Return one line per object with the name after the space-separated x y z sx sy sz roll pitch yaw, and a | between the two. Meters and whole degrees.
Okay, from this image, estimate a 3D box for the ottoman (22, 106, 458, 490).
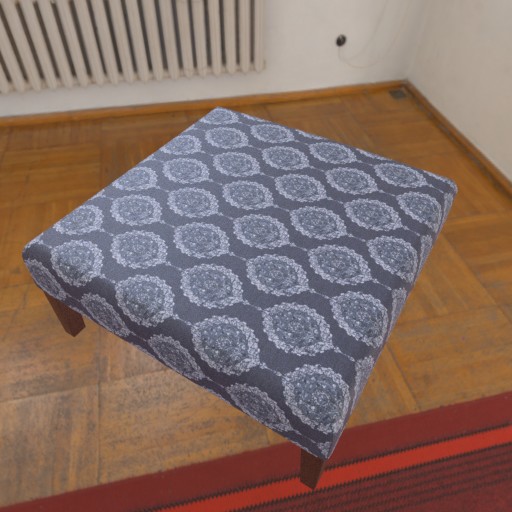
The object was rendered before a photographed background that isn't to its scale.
0.000 0.000 1.341 0.890 0.409 0.889 24 51 21 | ottoman
